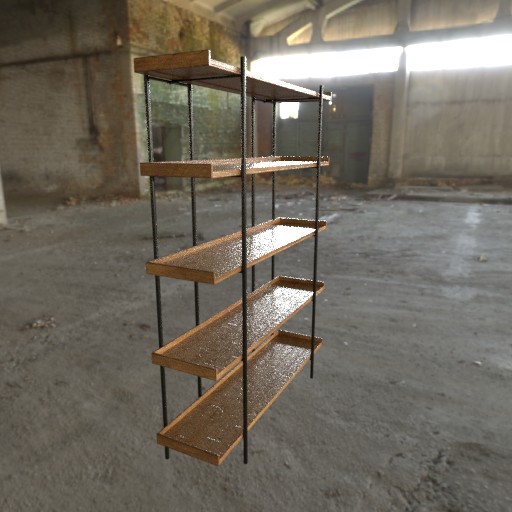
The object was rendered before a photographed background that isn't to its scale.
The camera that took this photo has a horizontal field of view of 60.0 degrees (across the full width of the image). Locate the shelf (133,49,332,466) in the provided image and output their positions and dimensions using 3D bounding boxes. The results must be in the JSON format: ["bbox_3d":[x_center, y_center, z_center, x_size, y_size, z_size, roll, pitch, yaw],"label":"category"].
[{"bbox_3d":[0.000,0.000,2.408,0.379,1.826,1.371,7,15,26],"label":"shelf"}]
